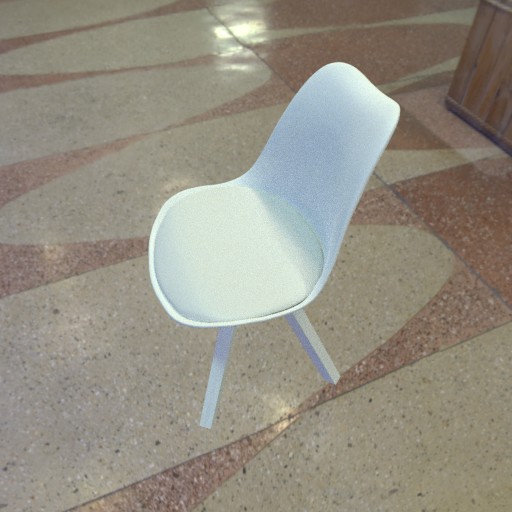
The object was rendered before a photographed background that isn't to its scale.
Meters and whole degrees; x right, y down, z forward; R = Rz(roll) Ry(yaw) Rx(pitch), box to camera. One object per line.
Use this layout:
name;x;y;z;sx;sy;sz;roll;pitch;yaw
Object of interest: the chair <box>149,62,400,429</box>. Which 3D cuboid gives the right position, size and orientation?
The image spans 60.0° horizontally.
chair;0.000;0.000;1.163;0.550;0.850;0.485;-15;49;-13
